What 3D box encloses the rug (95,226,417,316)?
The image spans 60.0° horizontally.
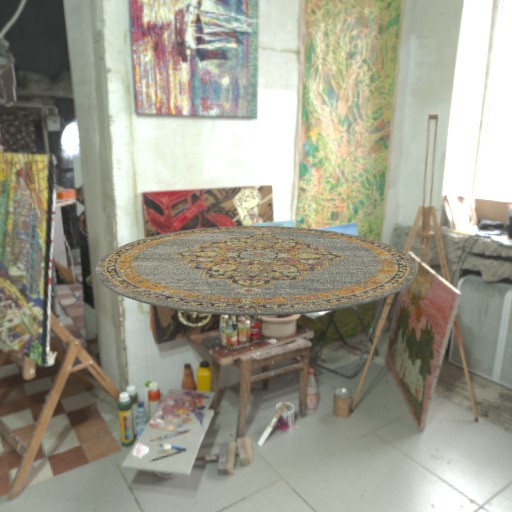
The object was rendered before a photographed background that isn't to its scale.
[{"bbox_3d":[0.000,0.000,3.479,2.382,0.014,2.382,0,15,0],"label":"rug"}]
